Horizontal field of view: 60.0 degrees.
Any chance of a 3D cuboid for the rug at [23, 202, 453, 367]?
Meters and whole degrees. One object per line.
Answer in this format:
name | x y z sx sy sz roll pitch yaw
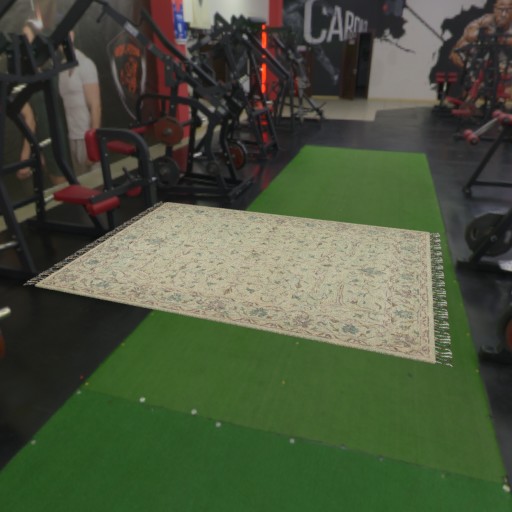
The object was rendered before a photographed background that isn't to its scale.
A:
rug | 0.000 0.000 2.264 1.802 0.008 1.247 8 27 17
